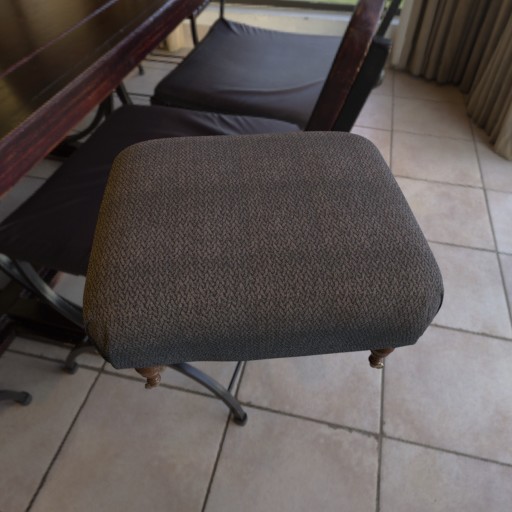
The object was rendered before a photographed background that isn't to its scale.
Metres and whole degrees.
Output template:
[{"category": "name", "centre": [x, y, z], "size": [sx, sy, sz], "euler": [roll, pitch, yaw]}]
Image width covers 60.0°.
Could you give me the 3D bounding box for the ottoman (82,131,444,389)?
[{"category": "ottoman", "centre": [0.000, 0.000, 1.151], "size": [0.747, 0.450, 0.622], "euler": [-4, 46, -4]}]
